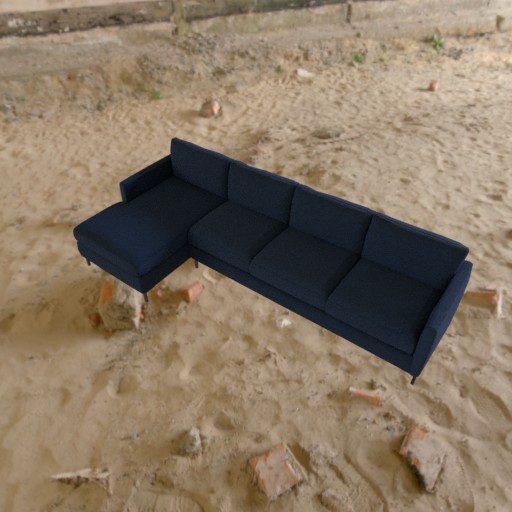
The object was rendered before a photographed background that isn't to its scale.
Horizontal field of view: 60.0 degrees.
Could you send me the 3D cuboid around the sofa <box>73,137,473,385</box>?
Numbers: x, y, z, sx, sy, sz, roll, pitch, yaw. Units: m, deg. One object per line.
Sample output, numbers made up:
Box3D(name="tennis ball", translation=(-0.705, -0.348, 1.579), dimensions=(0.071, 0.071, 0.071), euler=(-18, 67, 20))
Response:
Box3D(name="sofa", translation=(0.000, 0.000, 2.935), dimensions=(2.450, 0.679, 1.128), euler=(26, 48, 26))
